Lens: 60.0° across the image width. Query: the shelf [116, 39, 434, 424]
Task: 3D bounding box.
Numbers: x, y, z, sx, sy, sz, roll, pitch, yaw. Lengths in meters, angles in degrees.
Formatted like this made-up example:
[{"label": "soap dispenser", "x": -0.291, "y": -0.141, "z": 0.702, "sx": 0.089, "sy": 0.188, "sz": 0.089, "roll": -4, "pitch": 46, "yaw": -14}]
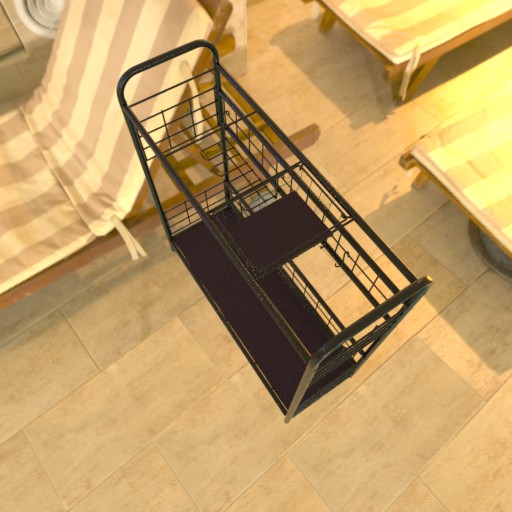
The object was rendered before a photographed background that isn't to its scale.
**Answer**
[{"label": "shelf", "x": 0.000, "y": 0.000, "z": 1.549, "sx": 0.350, "sy": 1.026, "sz": 0.961, "roll": -31, "pitch": 67, "yaw": -15}]
